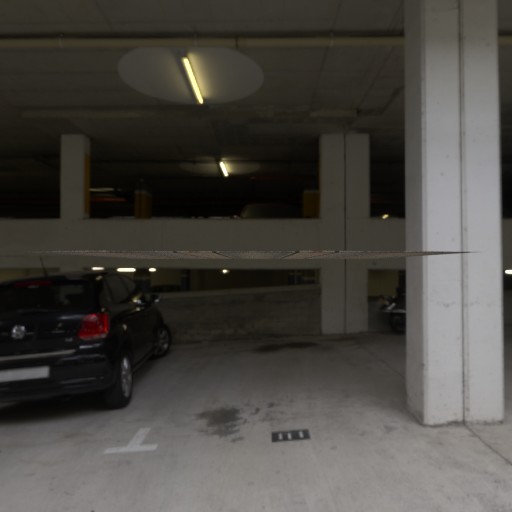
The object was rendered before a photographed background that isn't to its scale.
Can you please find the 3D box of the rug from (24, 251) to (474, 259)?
[{"bbox_3d":[0.000,0.000,4.017,3.000,0.012,2.371,0,-1,0],"label":"rug"}]
